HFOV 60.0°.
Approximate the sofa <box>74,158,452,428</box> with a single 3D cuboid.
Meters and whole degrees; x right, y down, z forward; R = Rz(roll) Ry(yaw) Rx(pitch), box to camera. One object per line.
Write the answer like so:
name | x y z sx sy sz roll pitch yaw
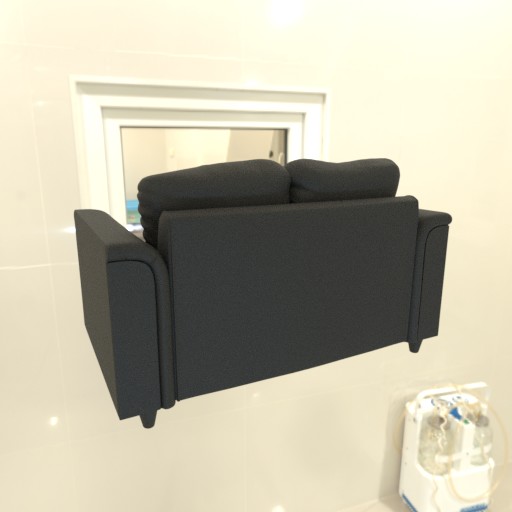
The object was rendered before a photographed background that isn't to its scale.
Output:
sofa | 0.000 0.000 1.952 1.386 0.845 0.887 -7 15 -27
